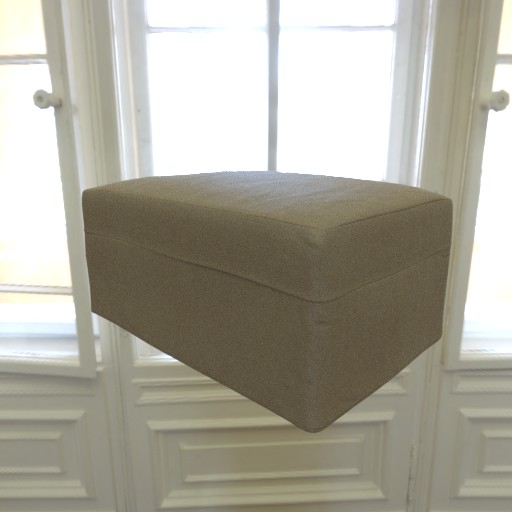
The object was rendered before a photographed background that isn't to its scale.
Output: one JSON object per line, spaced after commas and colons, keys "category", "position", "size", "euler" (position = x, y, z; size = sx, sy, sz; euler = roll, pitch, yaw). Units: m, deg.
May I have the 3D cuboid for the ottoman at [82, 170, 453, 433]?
{"category": "ottoman", "position": [0.000, 0.000, 1.223], "size": [0.872, 0.444, 0.590], "euler": [14, 20, 42]}
